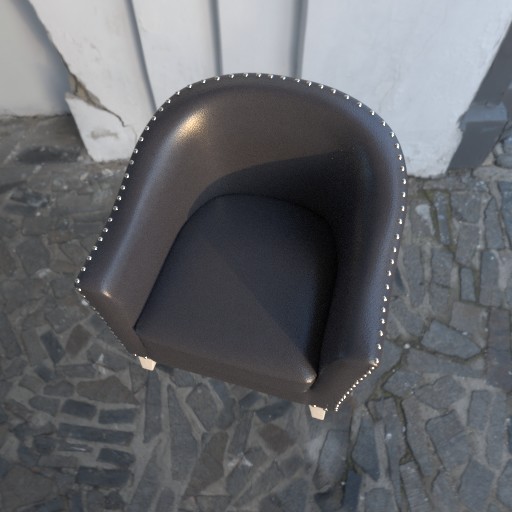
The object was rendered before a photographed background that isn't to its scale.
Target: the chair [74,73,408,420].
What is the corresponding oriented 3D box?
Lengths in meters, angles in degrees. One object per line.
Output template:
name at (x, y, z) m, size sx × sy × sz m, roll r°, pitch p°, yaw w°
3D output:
chair at (0.000, 0.000, 1.429) m, size 0.794 × 0.823 × 0.748 m, roll 14°, pitch 59°, yaw 8°
